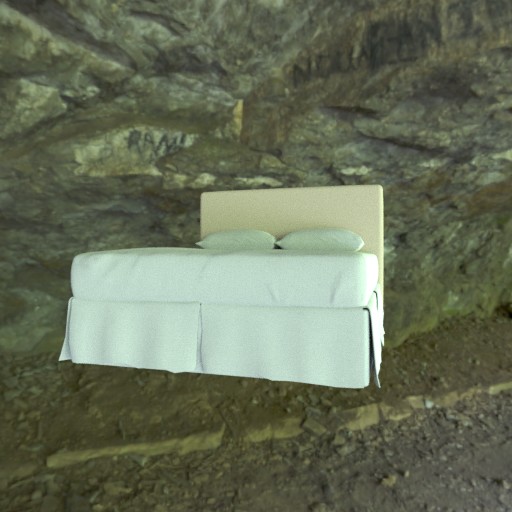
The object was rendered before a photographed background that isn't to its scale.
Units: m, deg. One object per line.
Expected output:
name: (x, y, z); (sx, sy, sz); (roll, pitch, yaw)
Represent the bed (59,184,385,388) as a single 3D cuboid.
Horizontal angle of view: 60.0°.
bed: (0.000, 0.000, 3.394); (1.884, 1.330, 2.142); (0, 0, 17)
